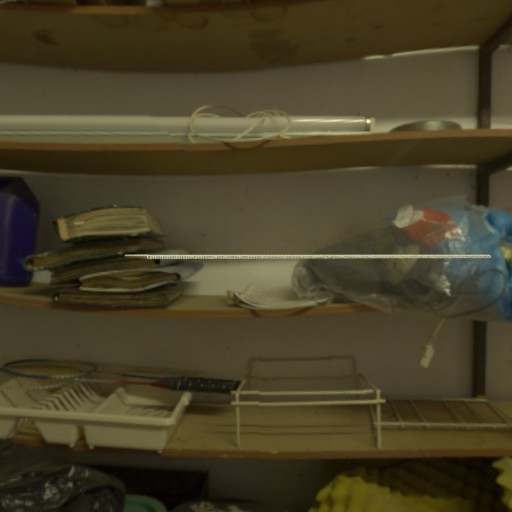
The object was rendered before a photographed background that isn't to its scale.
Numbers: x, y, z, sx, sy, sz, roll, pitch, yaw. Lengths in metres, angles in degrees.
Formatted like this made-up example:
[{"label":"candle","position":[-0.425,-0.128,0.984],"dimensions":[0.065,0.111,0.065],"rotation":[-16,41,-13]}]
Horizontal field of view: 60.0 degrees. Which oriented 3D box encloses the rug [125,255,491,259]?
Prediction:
[{"label":"rug","position":[0.000,0.000,2.237],"dimensions":[1.217,0.011,1.747],"rotation":[0,0,-18]}]
